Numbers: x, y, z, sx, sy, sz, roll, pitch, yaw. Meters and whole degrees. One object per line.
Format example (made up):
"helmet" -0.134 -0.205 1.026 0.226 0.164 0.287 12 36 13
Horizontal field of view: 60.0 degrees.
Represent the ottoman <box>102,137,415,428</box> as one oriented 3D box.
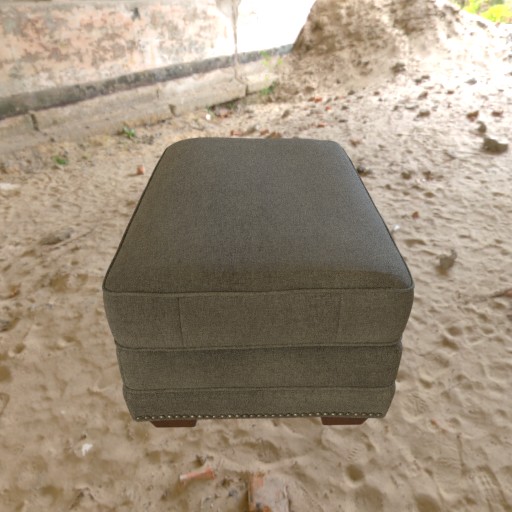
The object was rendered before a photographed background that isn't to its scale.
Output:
"ottoman" 0.000 0.000 1.153 0.561 0.457 0.813 0 31 -1
